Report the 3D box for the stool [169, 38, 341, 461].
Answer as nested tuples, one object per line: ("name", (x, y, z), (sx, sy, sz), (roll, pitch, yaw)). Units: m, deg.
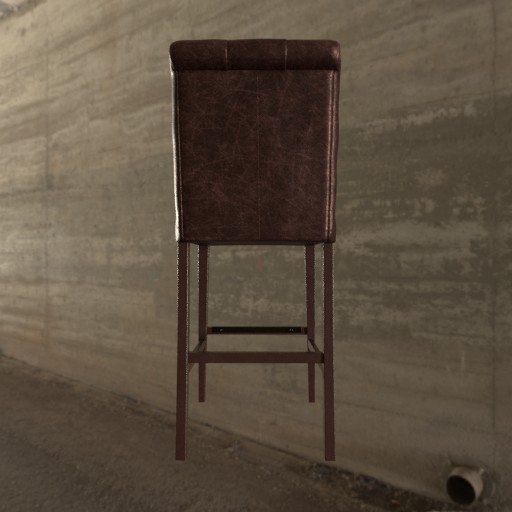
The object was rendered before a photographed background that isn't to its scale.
("stool", (0.000, 0.000, 1.488), (0.483, 1.168, 0.659), (0, 0, 1))
